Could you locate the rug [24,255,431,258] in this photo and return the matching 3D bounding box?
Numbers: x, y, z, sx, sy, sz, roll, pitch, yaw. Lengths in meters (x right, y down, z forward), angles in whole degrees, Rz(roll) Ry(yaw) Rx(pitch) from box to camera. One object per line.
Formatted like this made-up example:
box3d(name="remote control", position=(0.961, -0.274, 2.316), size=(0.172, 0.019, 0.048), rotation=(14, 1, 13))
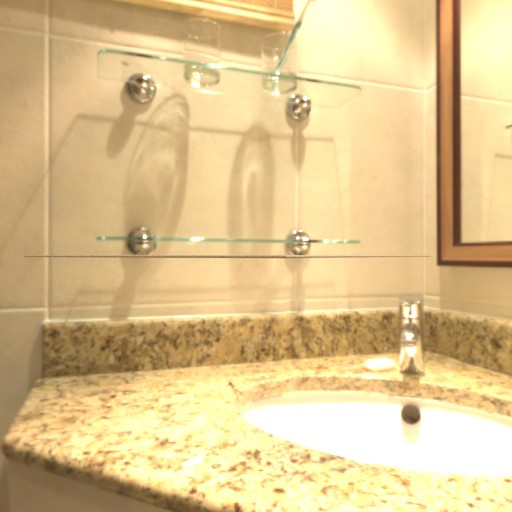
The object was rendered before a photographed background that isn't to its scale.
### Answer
box3d(name="rug", position=(0.000, 0.000, 3.974), size=(2.353, 0.014, 2.945), rotation=(0, 0, 34))
